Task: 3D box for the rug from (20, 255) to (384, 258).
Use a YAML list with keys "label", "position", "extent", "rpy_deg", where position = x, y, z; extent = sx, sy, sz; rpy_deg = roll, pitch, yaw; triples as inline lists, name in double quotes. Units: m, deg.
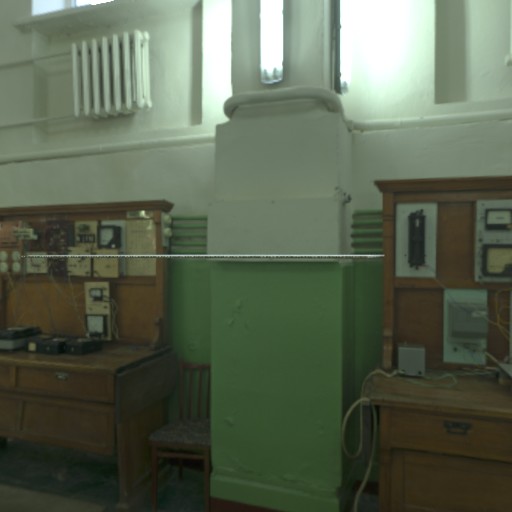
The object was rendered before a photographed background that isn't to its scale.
- label: "rug"
  position: [0.000, 0.000, 2.820]
  extent: [1.514, 0.011, 2.233]
  rpy_deg: [0, 0, 18]
